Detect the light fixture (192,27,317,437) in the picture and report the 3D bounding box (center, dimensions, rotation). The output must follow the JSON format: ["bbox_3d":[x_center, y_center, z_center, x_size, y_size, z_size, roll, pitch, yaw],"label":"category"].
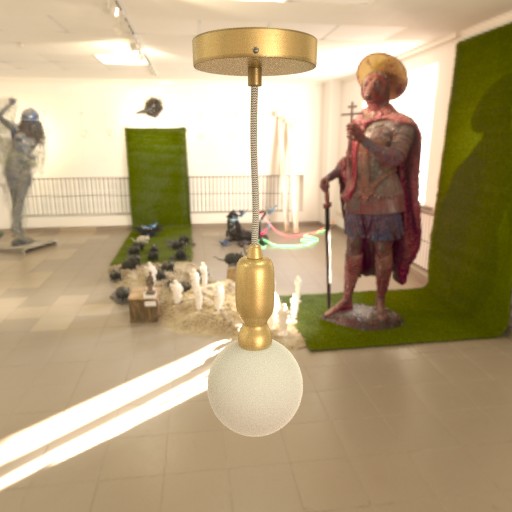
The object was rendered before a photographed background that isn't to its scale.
[{"bbox_3d":[0.000,0.000,0.576,0.146,0.510,0.147,-2,15,-8],"label":"light fixture"}]
